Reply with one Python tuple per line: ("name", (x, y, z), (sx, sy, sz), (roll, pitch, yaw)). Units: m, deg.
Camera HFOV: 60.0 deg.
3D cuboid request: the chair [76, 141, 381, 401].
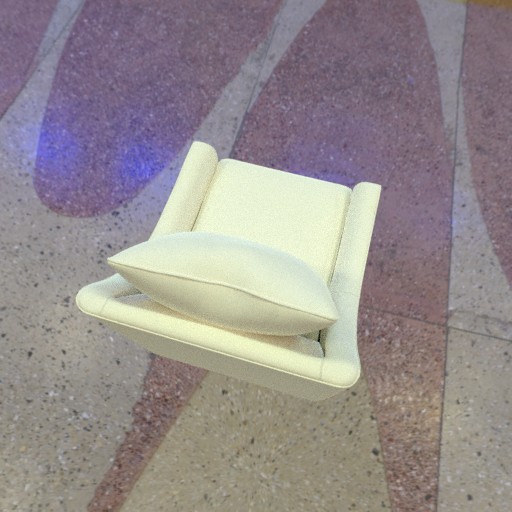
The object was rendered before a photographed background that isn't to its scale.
("chair", (0.000, 0.000, 1.578), (0.756, 0.965, 0.876), (15, 65, 7))
